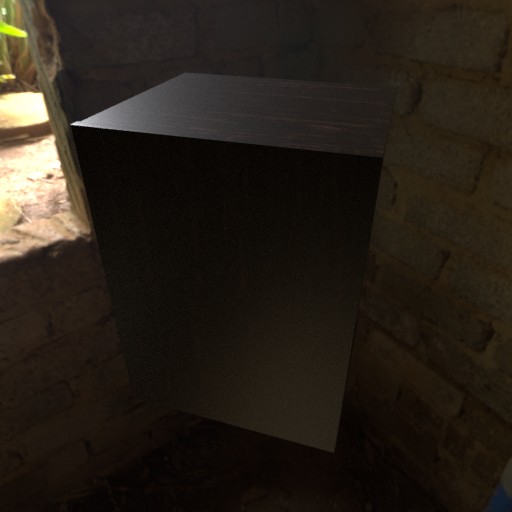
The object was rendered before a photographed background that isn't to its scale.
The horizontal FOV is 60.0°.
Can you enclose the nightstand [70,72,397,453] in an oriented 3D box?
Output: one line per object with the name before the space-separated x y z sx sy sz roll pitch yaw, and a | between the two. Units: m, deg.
nightstand | 0.000 0.000 0.826 0.400 0.559 0.356 10 35 14
